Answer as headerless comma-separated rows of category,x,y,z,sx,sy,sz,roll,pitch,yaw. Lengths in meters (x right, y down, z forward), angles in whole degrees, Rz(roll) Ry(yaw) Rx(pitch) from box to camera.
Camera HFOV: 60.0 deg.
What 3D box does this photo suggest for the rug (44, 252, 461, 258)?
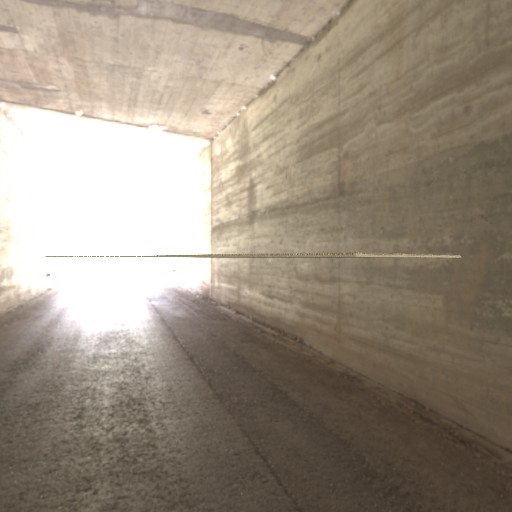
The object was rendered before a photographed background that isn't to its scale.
rug,0.000,0.000,4.123,3.052,0.030,2.429,0,0,36
